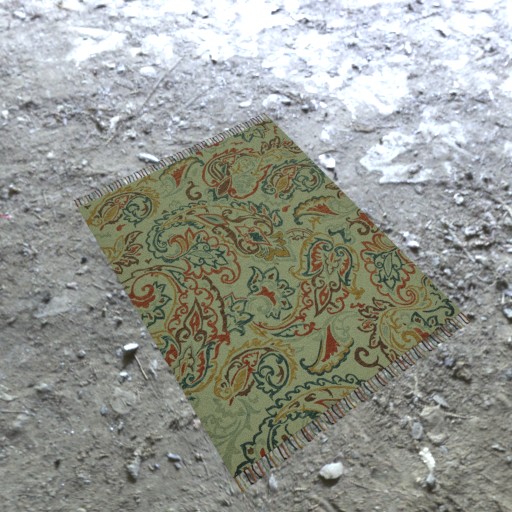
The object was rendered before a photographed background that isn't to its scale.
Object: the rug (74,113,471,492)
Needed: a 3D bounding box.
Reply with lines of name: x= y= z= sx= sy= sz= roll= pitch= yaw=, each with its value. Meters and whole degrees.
rug: x=0.000 y=0.000 z=4.313 sx=2.439 sy=0.015 sz=3.274 roll=-30 pitch=63 yaw=-17
